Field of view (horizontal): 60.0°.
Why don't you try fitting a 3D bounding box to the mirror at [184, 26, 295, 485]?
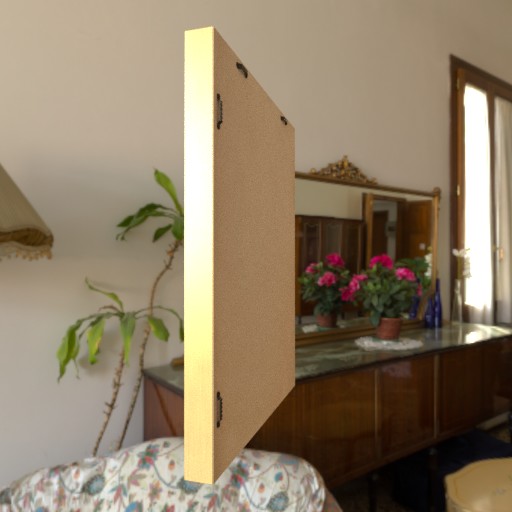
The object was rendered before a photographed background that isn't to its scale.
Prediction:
[{"bbox_3d":[0.000,0.000,0.687,0.041,0.508,0.405,0,-1,18],"label":"mirror"}]
